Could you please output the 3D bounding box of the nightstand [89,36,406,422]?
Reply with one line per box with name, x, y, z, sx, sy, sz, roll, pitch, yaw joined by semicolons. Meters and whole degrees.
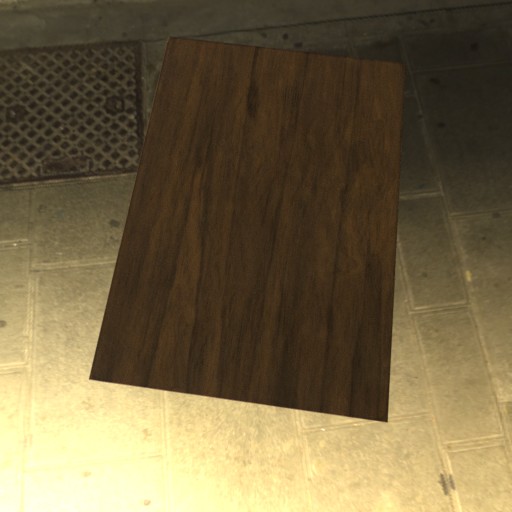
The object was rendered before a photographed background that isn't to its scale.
nightstand;0.000;0.000;1.010;0.458;0.610;0.610;7;74;2
